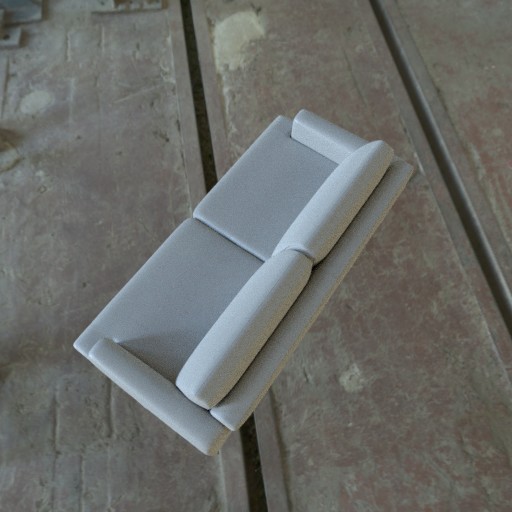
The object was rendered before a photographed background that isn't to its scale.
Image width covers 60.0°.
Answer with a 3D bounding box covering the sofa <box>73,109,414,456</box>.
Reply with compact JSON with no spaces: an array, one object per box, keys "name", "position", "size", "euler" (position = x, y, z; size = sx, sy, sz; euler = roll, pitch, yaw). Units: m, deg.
[{"name":"sofa","position":[0.000,0.000,2.485],"size":[0.974,0.765,1.940],"euler":[33,68,15]}]
